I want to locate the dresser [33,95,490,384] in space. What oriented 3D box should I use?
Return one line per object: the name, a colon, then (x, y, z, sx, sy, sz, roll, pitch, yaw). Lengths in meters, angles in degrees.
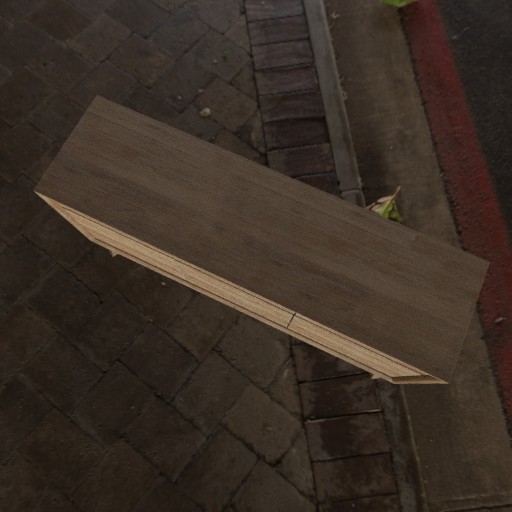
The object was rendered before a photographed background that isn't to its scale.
dresser: (0.000, 0.000, 1.973, 1.602, 0.788, 0.455, 24, 75, 7)
